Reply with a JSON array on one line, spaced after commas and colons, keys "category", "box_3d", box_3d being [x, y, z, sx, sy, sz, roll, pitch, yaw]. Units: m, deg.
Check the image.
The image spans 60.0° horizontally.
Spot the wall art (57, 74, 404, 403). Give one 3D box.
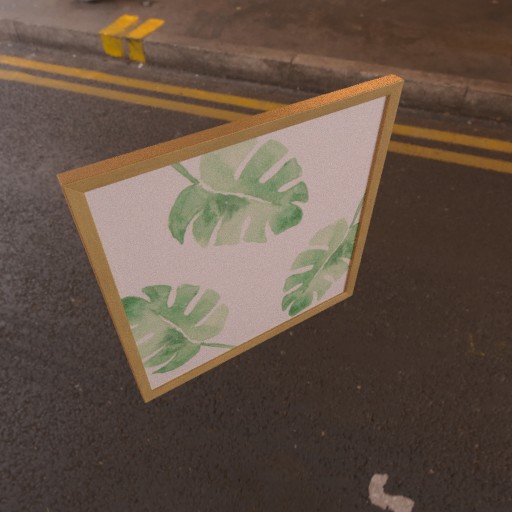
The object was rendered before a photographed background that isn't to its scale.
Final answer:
[{"category": "wall art", "box_3d": [0.000, 0.000, 1.143, 0.763, 0.763, 0.037, -24, 50, -21]}]
